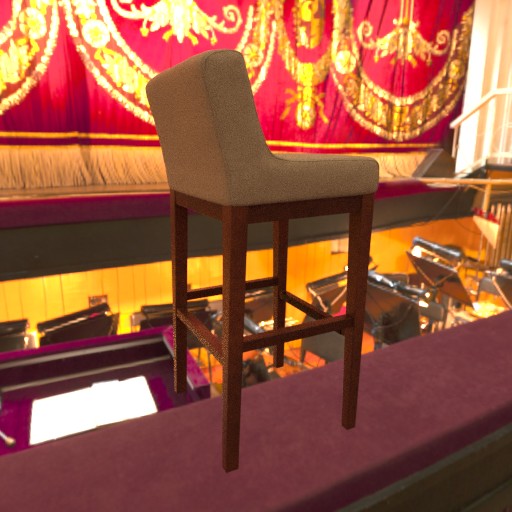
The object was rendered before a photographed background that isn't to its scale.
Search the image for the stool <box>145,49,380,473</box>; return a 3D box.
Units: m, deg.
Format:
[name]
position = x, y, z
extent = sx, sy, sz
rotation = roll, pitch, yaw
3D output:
[stool]
position = 0.000, 0.000, 1.323
extent = 0.500, 1.037, 0.511
rotation = -7, 16, -26
